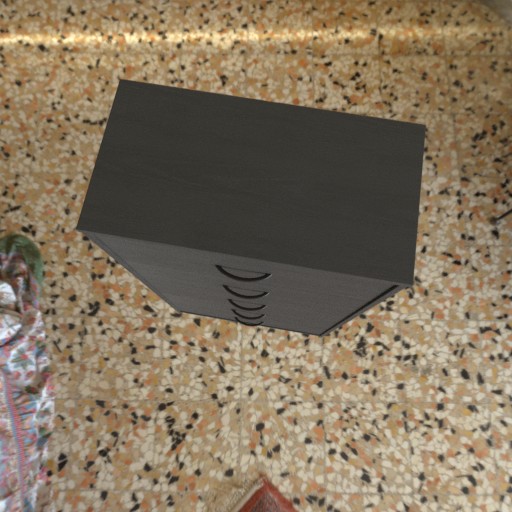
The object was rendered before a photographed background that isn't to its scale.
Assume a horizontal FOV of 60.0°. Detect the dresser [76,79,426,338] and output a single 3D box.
[{"bbox_3d":[0.000,0.000,1.560,0.704,1.255,0.399,9,75,3],"label":"dresser"}]
